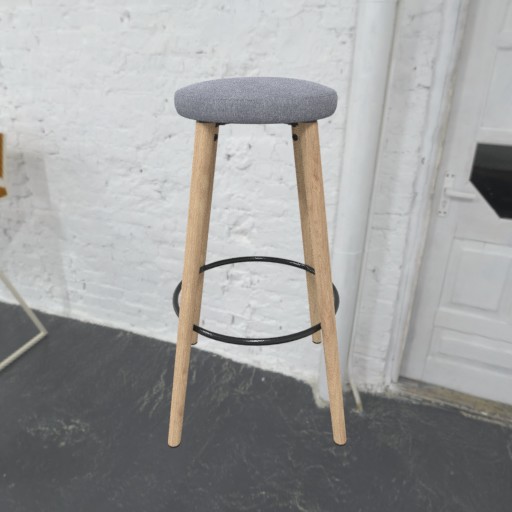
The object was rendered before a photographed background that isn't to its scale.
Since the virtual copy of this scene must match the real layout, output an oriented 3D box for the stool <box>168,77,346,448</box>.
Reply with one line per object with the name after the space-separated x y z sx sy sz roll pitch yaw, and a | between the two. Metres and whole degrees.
0.000 0.000 1.028 0.410 0.770 0.410 0 26 -1 | stool
